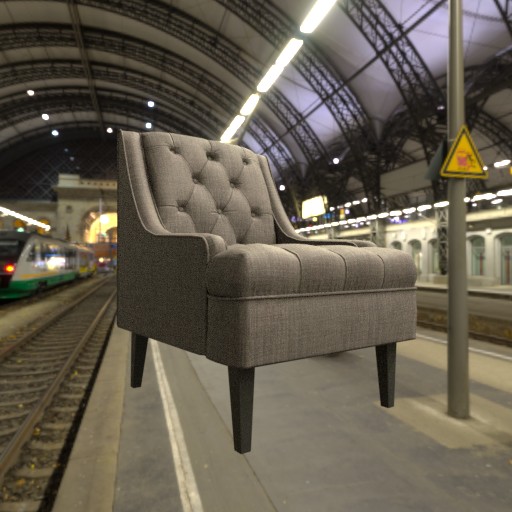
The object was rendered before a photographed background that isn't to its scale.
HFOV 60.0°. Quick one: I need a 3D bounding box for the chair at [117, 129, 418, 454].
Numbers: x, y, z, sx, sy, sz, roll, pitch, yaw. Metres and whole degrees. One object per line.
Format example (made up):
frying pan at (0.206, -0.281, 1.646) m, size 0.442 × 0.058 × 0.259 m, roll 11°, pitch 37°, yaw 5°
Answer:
chair at (0.000, 0.000, 1.405) m, size 0.655 × 0.891 × 0.771 m, roll 1°, pitch -1°, yaw -36°
